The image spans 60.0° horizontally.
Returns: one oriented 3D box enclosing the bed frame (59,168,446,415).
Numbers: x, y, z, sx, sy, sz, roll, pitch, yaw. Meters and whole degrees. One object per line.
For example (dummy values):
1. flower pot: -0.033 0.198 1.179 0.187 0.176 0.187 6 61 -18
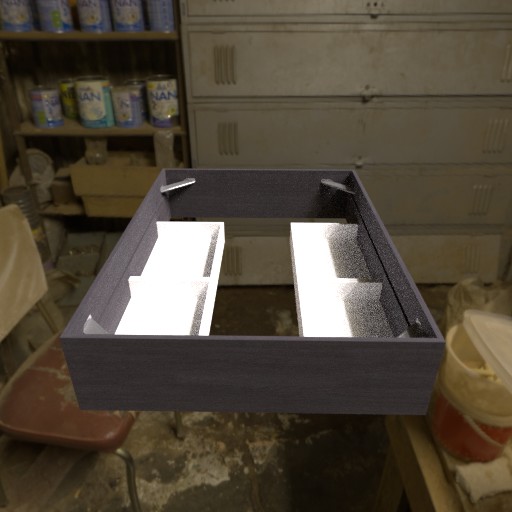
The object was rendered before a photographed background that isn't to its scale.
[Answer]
1. bed frame: 0.000 0.000 2.600 1.448 0.459 1.944 1 30 1
